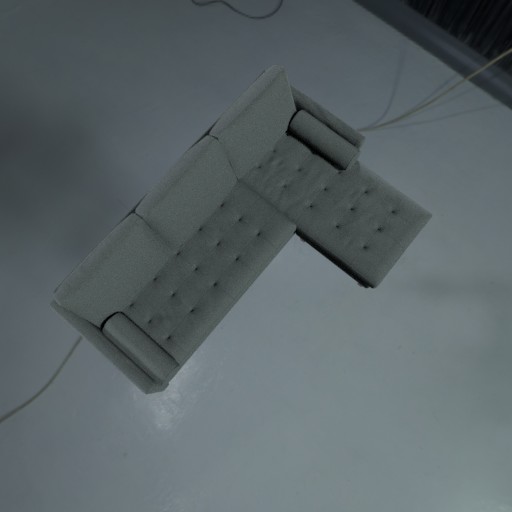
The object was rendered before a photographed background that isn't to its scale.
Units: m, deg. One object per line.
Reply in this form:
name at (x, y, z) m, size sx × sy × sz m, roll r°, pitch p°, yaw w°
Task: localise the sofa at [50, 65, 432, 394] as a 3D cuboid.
sofa at (0.000, 0.000, 2.951) m, size 1.506 × 0.876 × 2.178 m, roll 39°, pitch 78°, yaw 9°
